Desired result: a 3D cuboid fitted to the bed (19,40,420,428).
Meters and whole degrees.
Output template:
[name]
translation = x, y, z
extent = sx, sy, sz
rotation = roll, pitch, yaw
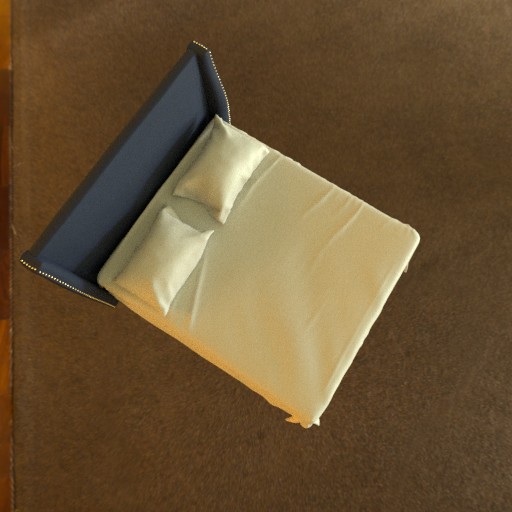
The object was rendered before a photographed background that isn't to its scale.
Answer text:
[bed]
translation = 0.000, 0.000, 3.381
extent = 2.276, 1.332, 1.925
rotation = 32, 78, 7
